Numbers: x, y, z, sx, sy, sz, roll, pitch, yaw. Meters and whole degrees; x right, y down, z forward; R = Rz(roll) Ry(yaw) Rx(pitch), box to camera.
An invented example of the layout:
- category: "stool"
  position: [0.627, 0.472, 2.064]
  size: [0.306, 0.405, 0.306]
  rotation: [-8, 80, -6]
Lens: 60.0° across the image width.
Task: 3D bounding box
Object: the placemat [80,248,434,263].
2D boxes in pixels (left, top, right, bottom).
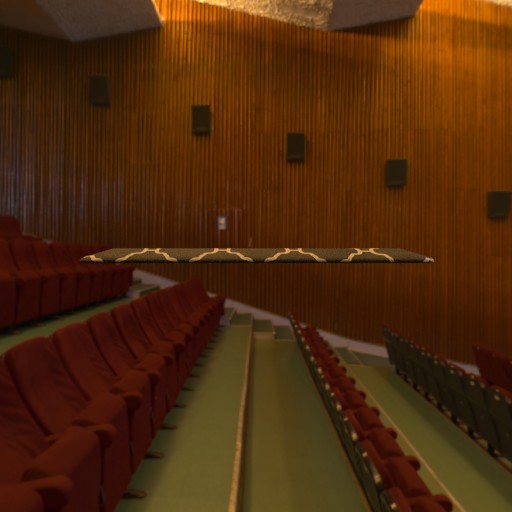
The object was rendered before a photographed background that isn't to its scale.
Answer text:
- category: "placemat"
  position: [0.000, 0.000, 0.983]
  size: [0.508, 0.021, 0.762]
  rotation: [0, 0, 0]
